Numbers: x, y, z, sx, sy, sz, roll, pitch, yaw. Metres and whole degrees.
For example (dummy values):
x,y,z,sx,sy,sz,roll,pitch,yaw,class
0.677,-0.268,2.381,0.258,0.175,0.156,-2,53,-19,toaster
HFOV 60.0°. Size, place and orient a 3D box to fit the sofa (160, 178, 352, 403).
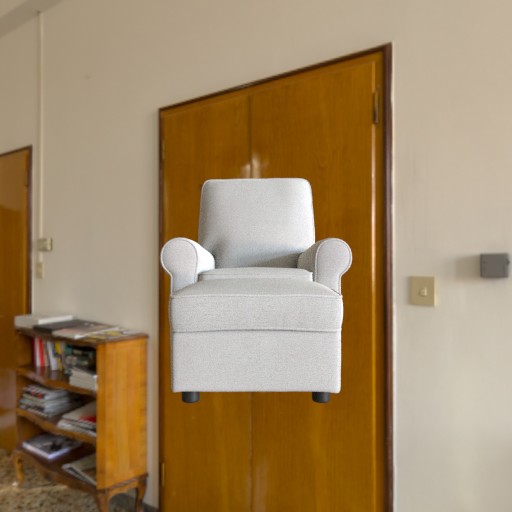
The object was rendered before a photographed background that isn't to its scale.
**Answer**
x,y,z,sx,sy,sz,roll,pitch,yaw,class
0.000,0.000,2.112,0.880,0.959,1.478,0,0,0,sofa
